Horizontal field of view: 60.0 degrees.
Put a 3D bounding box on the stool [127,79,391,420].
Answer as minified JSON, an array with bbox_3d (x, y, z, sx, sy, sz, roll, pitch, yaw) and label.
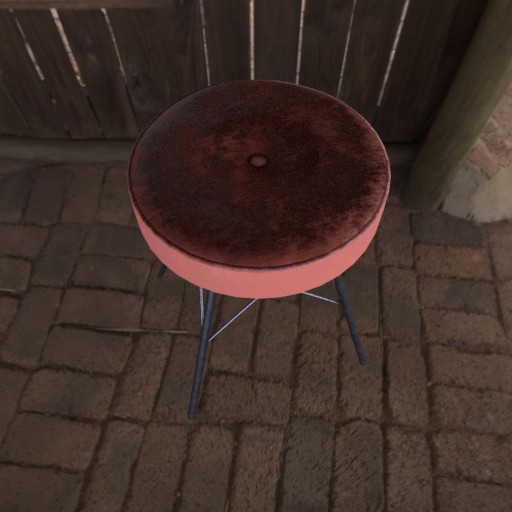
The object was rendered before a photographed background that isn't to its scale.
[{"bbox_3d":[0.000,0.000,0.929,0.457,0.593,0.421,-15,58,-9],"label":"stool"}]
